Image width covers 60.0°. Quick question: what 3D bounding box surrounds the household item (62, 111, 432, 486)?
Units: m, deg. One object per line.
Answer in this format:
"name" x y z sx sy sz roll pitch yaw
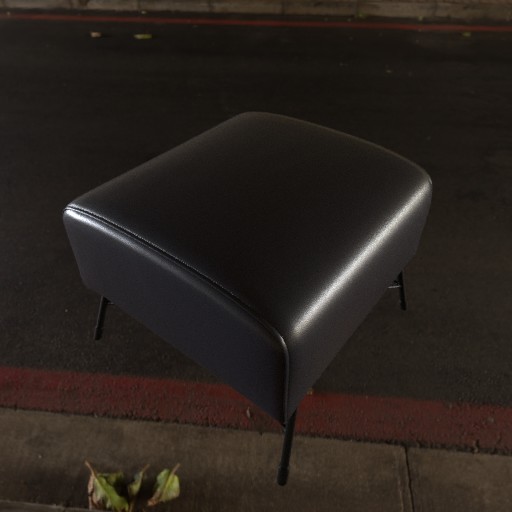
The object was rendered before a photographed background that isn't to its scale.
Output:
"household item" 0.000 0.000 0.906 0.530 0.410 0.530 27 48 28
